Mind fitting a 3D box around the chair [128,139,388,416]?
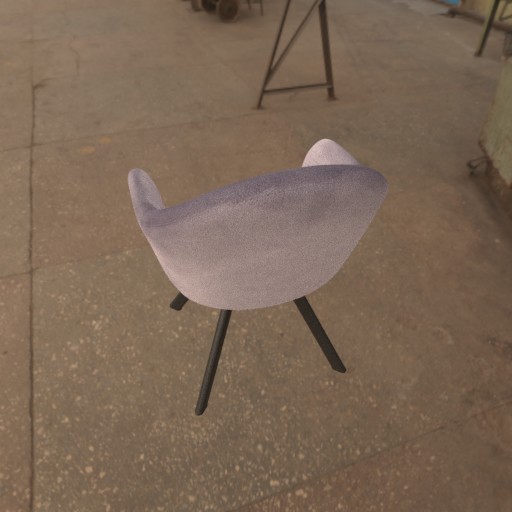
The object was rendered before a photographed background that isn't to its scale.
[{"bbox_3d":[0.000,0.000,1.189,0.570,0.780,0.540,-12,43,-13],"label":"chair"}]
